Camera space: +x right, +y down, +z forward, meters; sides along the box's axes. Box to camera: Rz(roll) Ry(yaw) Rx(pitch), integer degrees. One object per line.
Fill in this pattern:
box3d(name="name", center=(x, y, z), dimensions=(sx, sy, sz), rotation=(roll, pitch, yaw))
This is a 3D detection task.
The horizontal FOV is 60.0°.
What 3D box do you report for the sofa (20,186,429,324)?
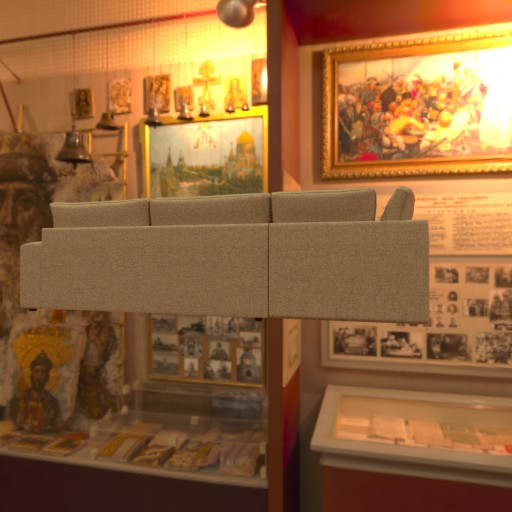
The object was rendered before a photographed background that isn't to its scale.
box3d(name="sofa", center=(0.000, 0.000, 4.029), dimensions=(2.742, 0.800, 2.622), rotation=(0, 0, 17))
